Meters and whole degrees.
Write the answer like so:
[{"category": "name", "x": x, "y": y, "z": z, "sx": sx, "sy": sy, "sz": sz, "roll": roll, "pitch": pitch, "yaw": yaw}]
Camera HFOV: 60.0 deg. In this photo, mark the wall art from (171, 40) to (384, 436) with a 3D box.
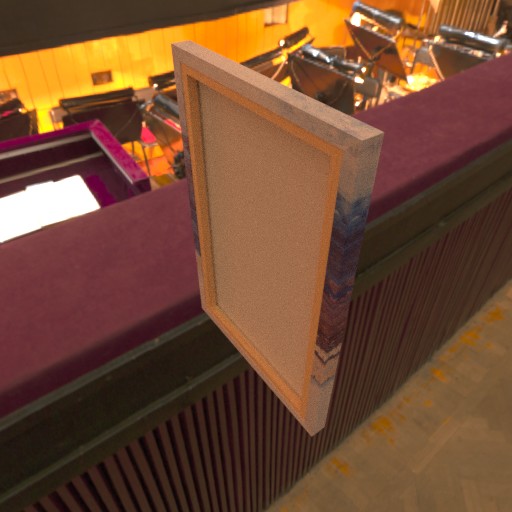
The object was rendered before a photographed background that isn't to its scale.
[{"category": "wall art", "x": 0.000, "y": 0.000, "z": 1.111, "sx": 0.048, "sy": 0.874, "sz": 0.583, "roll": -26, "pitch": 47, "yaw": -26}]
